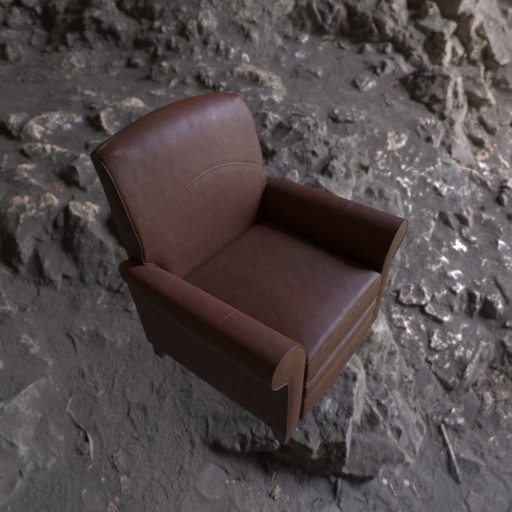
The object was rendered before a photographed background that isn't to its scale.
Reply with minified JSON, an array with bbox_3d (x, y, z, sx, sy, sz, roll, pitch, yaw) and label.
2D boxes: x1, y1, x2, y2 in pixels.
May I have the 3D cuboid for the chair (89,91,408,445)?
[{"bbox_3d":[0.000,0.000,1.813,0.902,1.061,0.978,26,46,28],"label":"chair"}]
